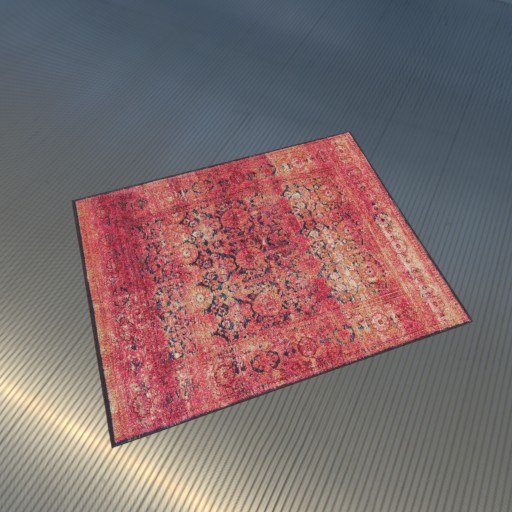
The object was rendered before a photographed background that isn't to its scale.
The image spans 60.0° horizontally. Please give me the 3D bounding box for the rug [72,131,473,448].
[{"bbox_3d":[0.000,0.000,4.046,3.032,0.020,2.411,-16,59,-10],"label":"rug"}]
